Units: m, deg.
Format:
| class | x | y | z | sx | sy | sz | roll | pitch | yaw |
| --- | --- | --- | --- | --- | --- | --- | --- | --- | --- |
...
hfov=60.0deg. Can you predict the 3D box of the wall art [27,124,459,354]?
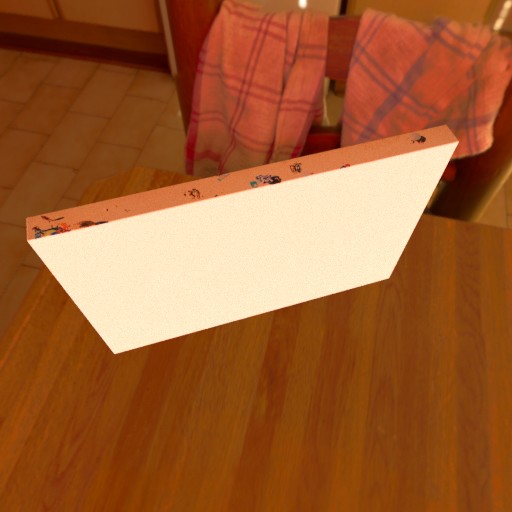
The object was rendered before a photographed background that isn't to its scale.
| class | x | y | z | sx | sy | sz | roll | pitch | yaw |
| --- | --- | --- | --- | --- | --- | --- | --- | --- | --- |
| wall art | 0.000 | 0.000 | 0.781 | 0.609 | 0.406 | 0.039 | -14 | 59 | -9 |
